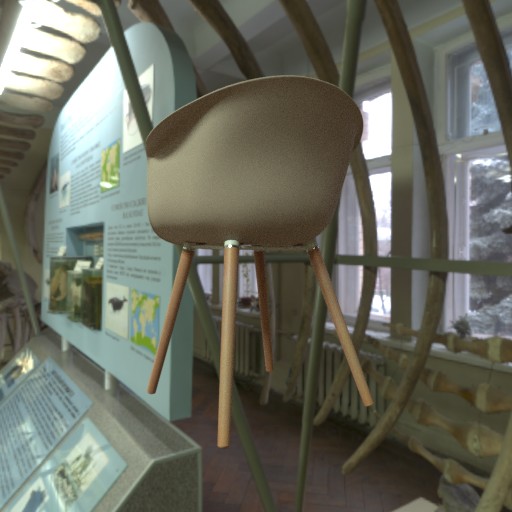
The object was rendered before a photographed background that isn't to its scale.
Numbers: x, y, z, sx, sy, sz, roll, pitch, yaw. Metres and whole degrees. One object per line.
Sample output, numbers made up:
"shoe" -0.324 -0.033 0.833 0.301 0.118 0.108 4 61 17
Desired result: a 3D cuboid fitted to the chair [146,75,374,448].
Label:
"chair" 0.000 0.000 1.188 0.593 0.781 0.504 0 0 -35
